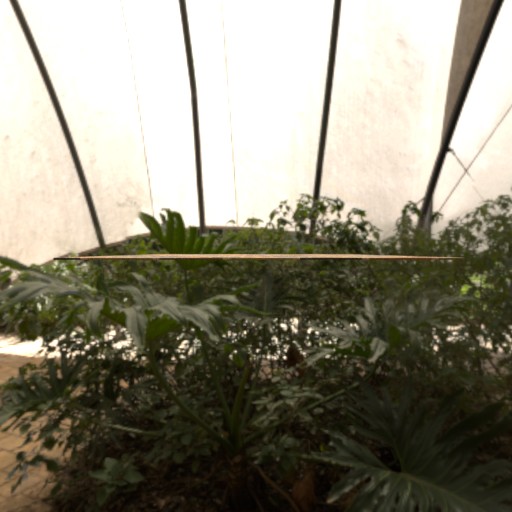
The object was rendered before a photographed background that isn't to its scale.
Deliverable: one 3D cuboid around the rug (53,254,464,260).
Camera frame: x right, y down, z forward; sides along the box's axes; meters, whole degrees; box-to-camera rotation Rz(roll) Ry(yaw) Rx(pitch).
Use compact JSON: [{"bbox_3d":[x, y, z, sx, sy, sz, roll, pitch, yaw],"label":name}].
[{"bbox_3d":[0.000,0.000,4.197,2.439,0.013,3.200,0,1,-1],"label":"rug"}]
